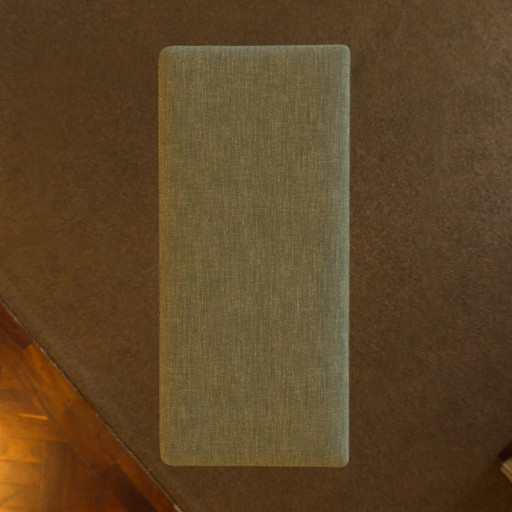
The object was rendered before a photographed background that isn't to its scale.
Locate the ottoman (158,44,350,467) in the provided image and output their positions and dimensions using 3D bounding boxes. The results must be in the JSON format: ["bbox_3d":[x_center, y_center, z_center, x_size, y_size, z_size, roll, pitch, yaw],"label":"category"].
[{"bbox_3d":[0.000,0.000,1.111,0.419,0.432,0.902,0,91,1],"label":"ottoman"}]
